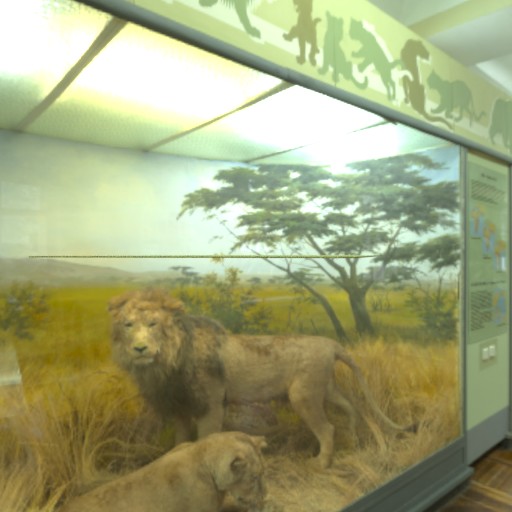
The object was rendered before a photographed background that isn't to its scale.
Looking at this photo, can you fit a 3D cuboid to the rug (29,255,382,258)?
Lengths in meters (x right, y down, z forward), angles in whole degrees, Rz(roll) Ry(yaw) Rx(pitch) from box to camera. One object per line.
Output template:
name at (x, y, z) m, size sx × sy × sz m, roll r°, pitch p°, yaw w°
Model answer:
rug at (0.000, 0.000, 2.961) m, size 1.529 × 0.007 × 2.297 m, roll 0°, pitch 0°, yaw 18°
